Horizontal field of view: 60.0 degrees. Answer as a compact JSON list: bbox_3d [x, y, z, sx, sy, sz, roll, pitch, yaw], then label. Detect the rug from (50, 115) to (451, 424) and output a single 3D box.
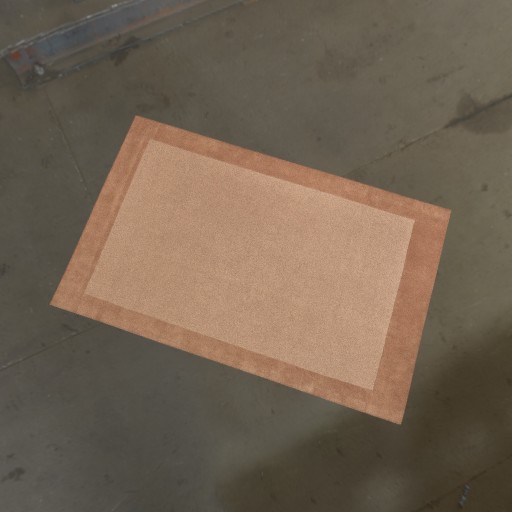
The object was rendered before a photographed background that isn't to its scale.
[{"bbox_3d":[0.000,0.000,3.087,2.438,0.014,1.524,18,76,5],"label":"rug"}]
